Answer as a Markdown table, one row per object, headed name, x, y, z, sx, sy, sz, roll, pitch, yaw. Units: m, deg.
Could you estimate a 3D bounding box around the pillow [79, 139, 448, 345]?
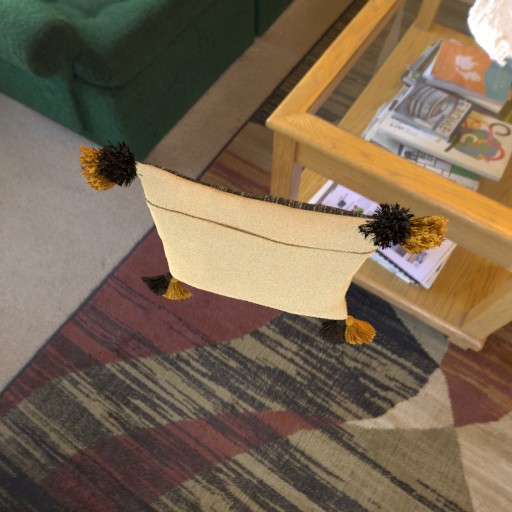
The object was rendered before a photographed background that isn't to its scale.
| name | x | y | z | sx | sy | sz | roll | pitch | yaw |
| --- | --- | --- | --- | --- | --- | --- | --- | --- | --- |
| pillow | 0.000 | 0.000 | 0.973 | 0.654 | 0.659 | 0.139 | 14 | 64 | 7 |
